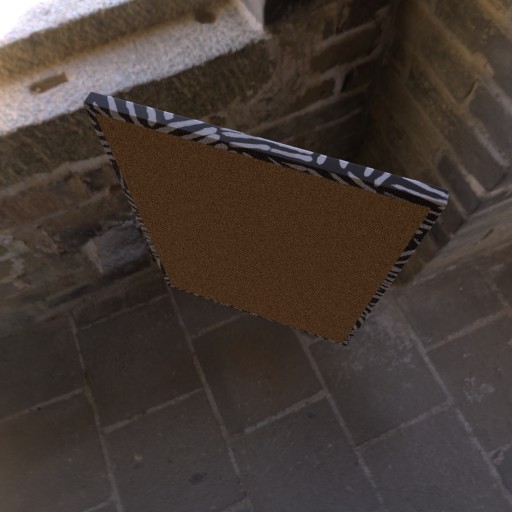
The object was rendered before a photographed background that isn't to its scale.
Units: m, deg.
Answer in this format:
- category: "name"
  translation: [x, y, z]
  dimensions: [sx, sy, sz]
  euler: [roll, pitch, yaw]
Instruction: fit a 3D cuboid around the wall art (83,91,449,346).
- category: "wall art"
  translation: [0.000, 0.000, 1.341]
  dimensions: [0.765, 1.017, 0.038]
  euler: [18, 65, 8]
